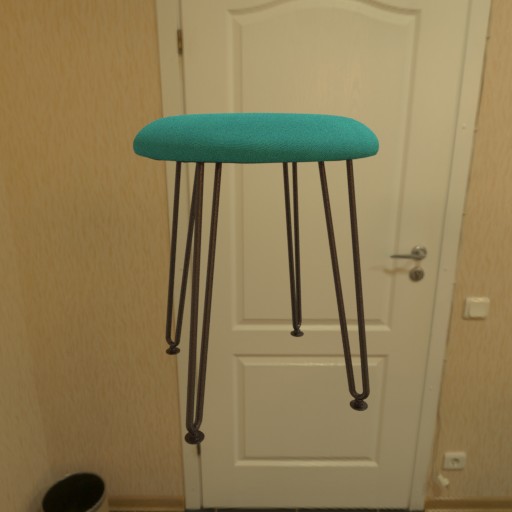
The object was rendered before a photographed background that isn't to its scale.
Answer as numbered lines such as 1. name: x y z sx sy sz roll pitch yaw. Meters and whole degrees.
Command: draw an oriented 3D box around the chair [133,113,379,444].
1. chair: 0.000 0.000 0.701 0.350 0.430 0.350 -9 19 -27
